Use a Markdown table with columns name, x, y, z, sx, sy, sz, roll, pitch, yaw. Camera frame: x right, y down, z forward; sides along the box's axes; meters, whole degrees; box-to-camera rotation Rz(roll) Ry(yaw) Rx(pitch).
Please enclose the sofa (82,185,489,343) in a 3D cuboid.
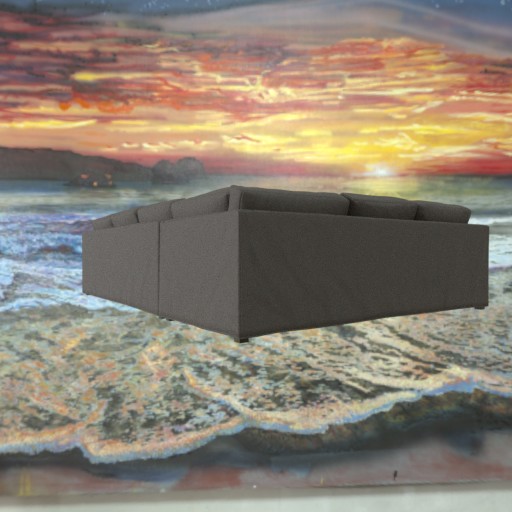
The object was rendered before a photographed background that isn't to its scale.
| name | x | y | z | sx | sy | sz | roll | pitch | yaw |
| --- | --- | --- | --- | --- | --- | --- | --- | --- | --- |
| sofa | 0.000 | 0.000 | 4.209 | 2.432 | 0.871 | 3.182 | 0 | 1 | -35 |
